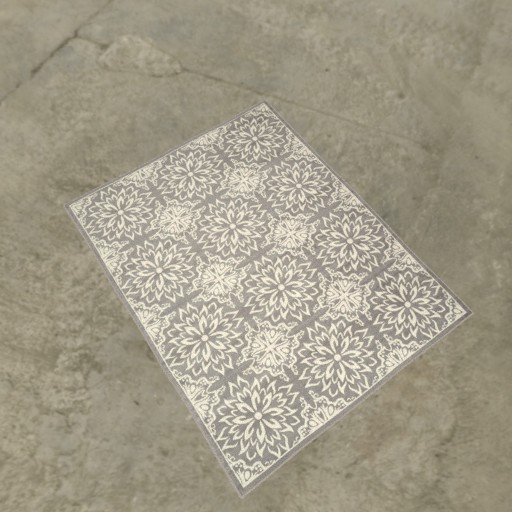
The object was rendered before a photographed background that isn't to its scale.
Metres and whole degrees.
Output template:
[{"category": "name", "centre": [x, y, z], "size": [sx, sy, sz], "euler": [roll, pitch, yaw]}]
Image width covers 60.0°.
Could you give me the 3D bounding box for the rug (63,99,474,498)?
[{"category": "rug", "centre": [0.000, 0.000, 3.945], "size": [2.363, 0.012, 2.980], "euler": [-32, 68, -15]}]
